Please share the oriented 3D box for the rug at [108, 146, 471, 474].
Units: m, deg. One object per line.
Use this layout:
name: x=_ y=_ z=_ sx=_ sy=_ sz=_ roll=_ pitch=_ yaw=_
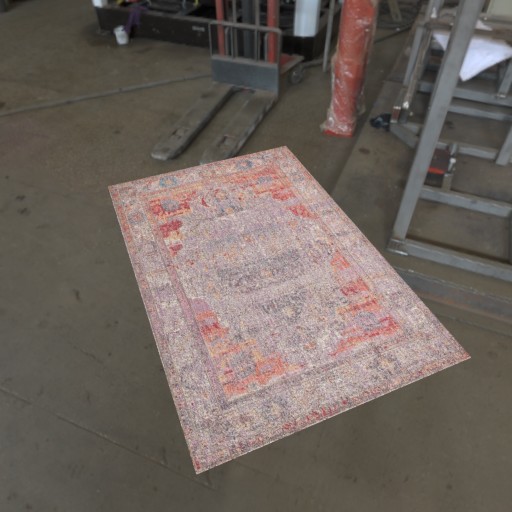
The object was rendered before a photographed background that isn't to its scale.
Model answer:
rug: x=0.000 y=0.000 z=2.314 sx=1.219 sy=0.005 sz=1.829 roll=-17 pitch=47 yaw=-16
